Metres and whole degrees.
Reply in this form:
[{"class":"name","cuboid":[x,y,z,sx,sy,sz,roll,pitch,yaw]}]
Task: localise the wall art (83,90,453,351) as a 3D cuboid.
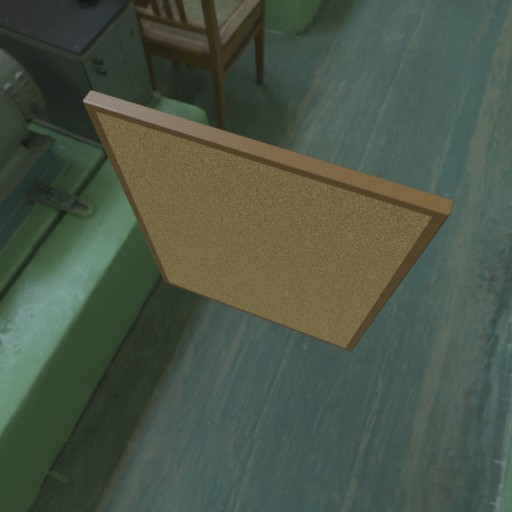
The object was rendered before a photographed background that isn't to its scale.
[{"class":"wall art","cuboid":[0.000,0.000,0.754,0.449,0.550,0.021,19,65,10]}]
